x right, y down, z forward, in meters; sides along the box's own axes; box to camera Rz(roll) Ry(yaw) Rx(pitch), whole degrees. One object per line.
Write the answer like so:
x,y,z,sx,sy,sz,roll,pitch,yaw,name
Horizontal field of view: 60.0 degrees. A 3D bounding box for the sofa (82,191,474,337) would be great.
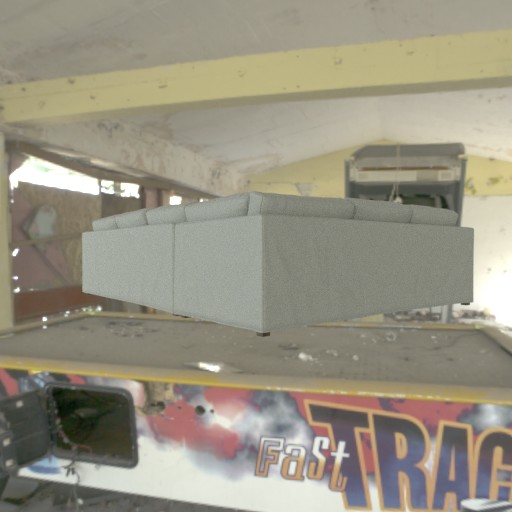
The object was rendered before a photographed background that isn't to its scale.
0.000,0.000,4.414,2.432,0.871,3.182,-1,1,-38,sofa
